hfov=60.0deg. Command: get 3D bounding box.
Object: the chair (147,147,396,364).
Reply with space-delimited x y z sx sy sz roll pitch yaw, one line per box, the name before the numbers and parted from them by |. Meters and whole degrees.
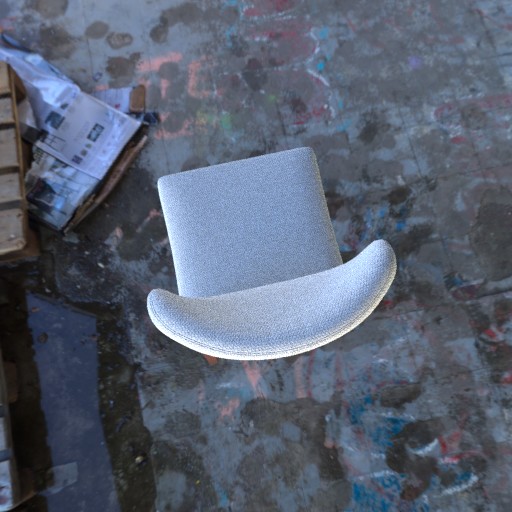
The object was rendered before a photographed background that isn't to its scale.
chair | 0.000 0.000 1.244 0.491 0.839 0.589 -12 76 -3
